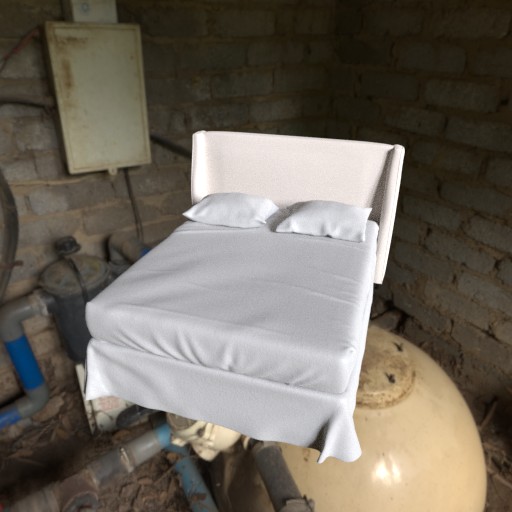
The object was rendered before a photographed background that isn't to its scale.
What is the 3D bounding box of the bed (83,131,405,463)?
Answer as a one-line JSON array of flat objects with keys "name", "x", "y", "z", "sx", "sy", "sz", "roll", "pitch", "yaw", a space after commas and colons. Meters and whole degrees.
[{"name": "bed", "x": 0.000, "y": 0.000, "z": 3.356, "sx": 1.925, "sy": 1.332, "sz": 2.276, "roll": 9, "pitch": 29, "yaw": 16}]
